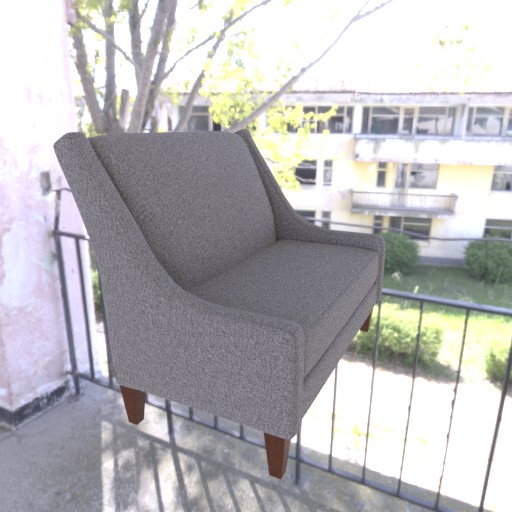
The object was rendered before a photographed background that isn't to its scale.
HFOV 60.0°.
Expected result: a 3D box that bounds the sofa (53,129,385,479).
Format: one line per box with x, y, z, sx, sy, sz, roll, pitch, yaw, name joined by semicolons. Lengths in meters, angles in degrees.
0.000;0.000;1.883;0.862;1.026;1.242;8;18;26;sofa
